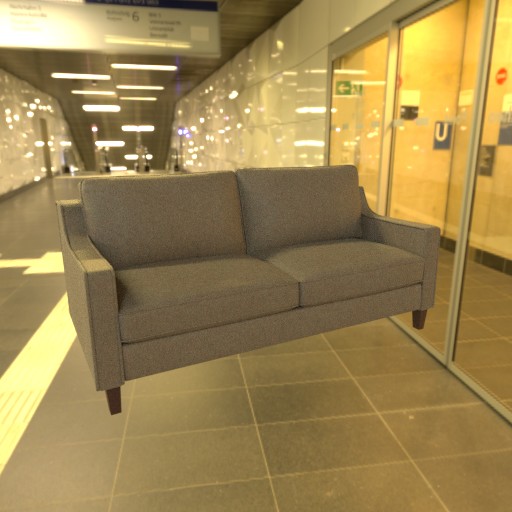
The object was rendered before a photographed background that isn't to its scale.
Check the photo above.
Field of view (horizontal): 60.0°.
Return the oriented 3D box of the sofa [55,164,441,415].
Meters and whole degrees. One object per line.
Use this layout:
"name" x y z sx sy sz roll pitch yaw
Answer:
"sofa" 0.000 0.000 2.813 2.181 1.074 1.073 -8 16 -28
